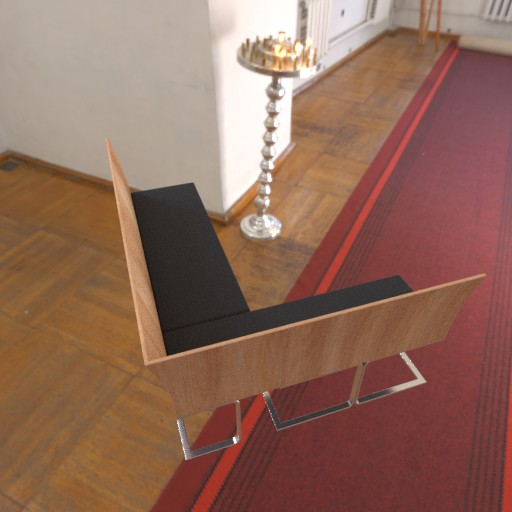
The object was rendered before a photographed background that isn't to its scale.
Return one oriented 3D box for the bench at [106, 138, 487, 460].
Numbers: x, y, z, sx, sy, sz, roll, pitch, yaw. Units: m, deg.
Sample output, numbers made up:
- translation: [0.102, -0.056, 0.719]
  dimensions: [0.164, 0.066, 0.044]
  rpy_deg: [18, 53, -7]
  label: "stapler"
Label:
- translation: [0.000, 0.000, 2.776]
  dimensions: [1.495, 0.930, 1.945]
  rpy_deg: [-12, 42, -14]
  label: "bench"
